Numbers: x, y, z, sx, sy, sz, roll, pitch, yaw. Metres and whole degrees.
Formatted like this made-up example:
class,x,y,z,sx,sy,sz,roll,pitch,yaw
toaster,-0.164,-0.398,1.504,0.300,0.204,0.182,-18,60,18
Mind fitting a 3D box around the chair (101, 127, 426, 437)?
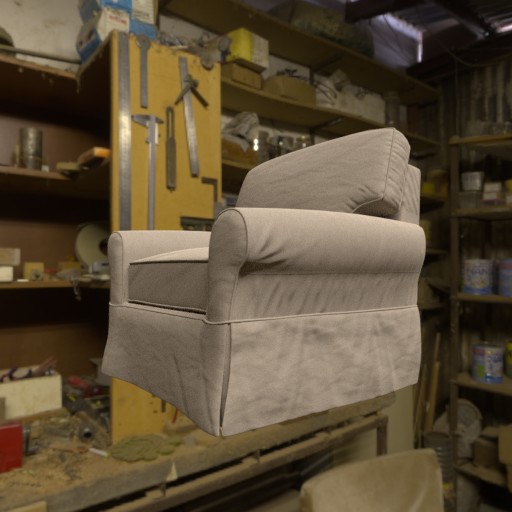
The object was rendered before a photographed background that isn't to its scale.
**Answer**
class,x,y,z,sx,sy,sz,roll,pitch,yaw
chair,0.000,0.000,1.863,0.988,1.017,1.135,1,-2,-37
